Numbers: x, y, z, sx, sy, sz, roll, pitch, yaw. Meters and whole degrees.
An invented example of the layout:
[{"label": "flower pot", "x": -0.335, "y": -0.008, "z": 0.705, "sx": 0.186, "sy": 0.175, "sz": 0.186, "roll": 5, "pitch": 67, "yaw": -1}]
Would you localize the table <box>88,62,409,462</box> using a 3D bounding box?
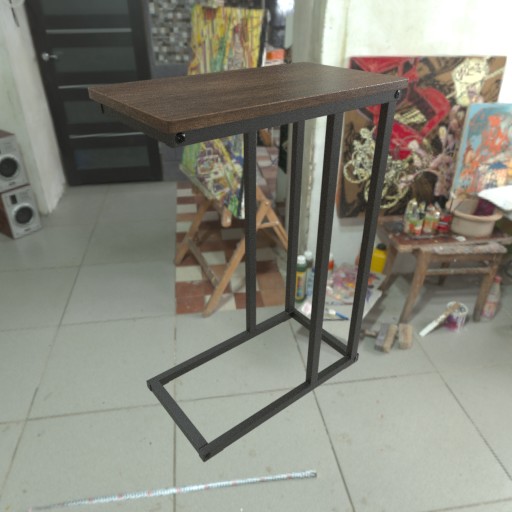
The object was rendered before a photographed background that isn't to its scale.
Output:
[{"label": "table", "x": 0.000, "y": 0.000, "z": 0.862, "sx": 0.450, "sy": 0.637, "sz": 0.254, "roll": -22, "pitch": 37, "yaw": -32}]
